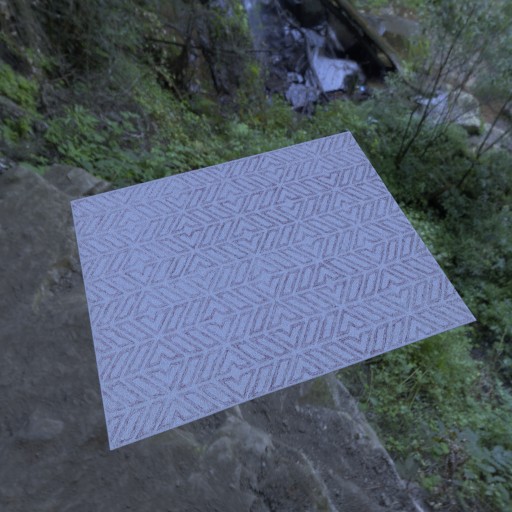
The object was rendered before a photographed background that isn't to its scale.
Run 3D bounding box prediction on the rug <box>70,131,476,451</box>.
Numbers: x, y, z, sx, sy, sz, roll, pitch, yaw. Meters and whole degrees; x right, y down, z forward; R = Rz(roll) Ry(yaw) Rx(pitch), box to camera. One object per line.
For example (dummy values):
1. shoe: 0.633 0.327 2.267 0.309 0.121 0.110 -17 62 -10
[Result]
1. rug: 0.000 0.000 4.036 3.045 0.008 2.421 -16 59 -10
